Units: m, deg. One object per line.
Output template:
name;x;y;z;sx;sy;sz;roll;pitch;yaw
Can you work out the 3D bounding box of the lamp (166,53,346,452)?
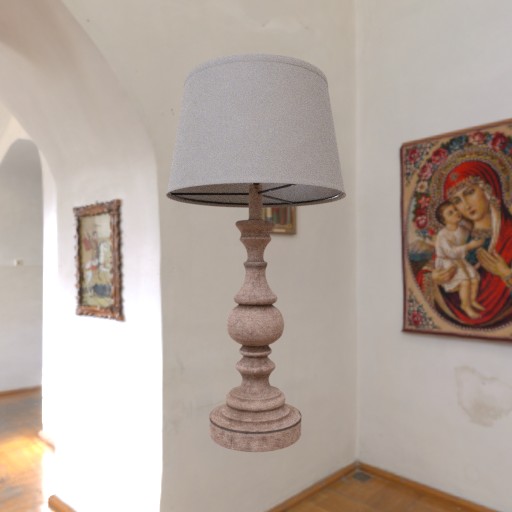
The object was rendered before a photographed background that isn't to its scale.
lamp;0.000;0.000;0.853;0.340;0.678;0.340;0;0;0
